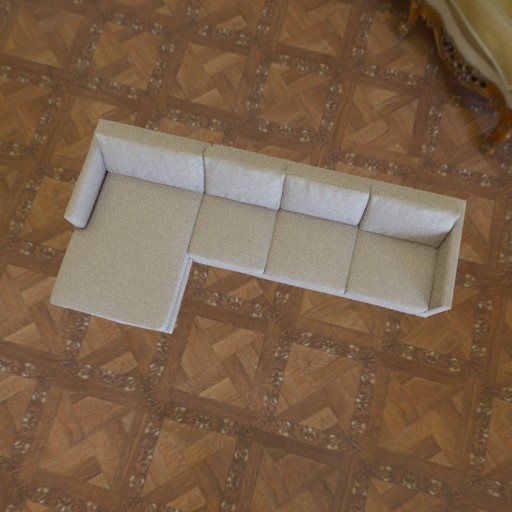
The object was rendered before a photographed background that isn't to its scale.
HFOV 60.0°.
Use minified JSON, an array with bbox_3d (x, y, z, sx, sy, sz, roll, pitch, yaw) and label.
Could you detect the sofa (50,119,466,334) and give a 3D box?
[{"bbox_3d":[0.000,0.000,3.776,3.186,0.846,1.625,13,76,3],"label":"sofa"}]
